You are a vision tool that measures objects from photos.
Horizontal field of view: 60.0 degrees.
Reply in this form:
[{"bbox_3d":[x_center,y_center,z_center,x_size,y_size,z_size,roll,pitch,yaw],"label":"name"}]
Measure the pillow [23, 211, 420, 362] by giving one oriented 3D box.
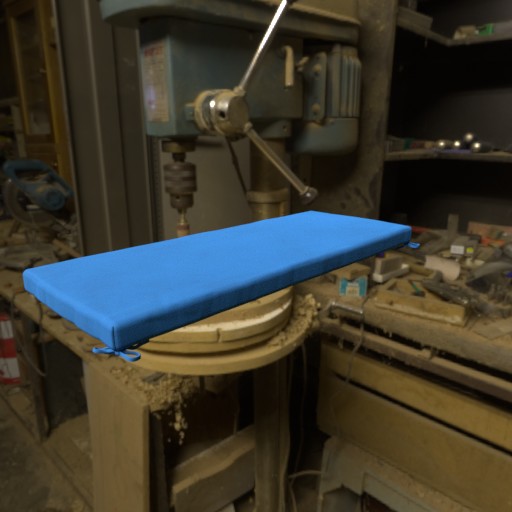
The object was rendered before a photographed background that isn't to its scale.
[{"bbox_3d":[0.000,0.000,1.314,0.492,0.081,1.187,16,22,43],"label":"pillow"}]
